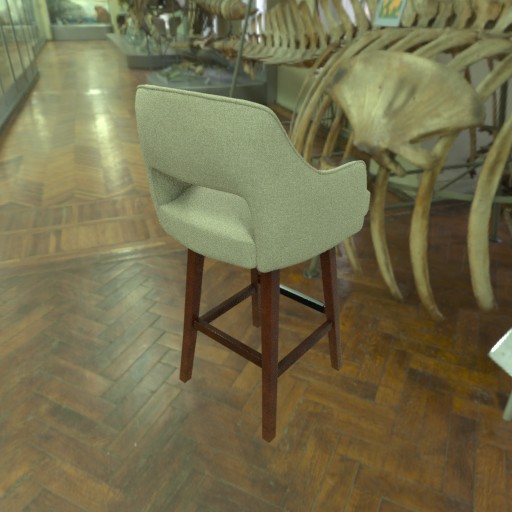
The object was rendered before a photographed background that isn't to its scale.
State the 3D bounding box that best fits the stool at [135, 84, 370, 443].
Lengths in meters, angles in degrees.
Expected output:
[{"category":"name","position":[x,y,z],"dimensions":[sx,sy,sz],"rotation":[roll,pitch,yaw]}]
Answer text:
[{"category":"stool","position":[0.000,0.000,1.376],"dimensions":[0.550,1.041,0.560],"rotation":[23,36,34]}]
